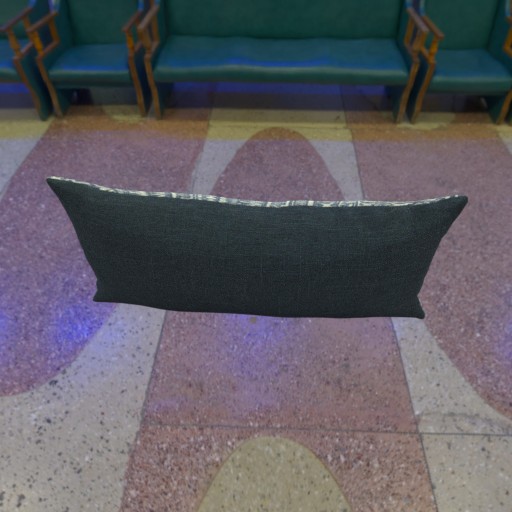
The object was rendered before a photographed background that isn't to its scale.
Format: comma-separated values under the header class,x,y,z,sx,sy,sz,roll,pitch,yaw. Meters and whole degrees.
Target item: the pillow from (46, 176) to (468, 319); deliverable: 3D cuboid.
class,x,y,z,sx,sy,sz,roll,pitch,yaw
pillow,0.000,0.000,0.739,0.631,0.292,0.148,3,47,3
